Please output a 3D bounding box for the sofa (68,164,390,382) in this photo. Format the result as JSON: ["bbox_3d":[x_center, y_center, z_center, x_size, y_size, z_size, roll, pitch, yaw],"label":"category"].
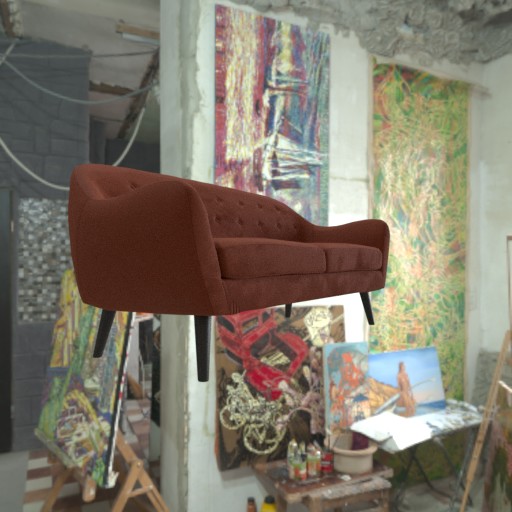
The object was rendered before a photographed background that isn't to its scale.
[{"bbox_3d":[0.000,0.000,2.285,0.820,0.836,1.840,0,0,36],"label":"sofa"}]
